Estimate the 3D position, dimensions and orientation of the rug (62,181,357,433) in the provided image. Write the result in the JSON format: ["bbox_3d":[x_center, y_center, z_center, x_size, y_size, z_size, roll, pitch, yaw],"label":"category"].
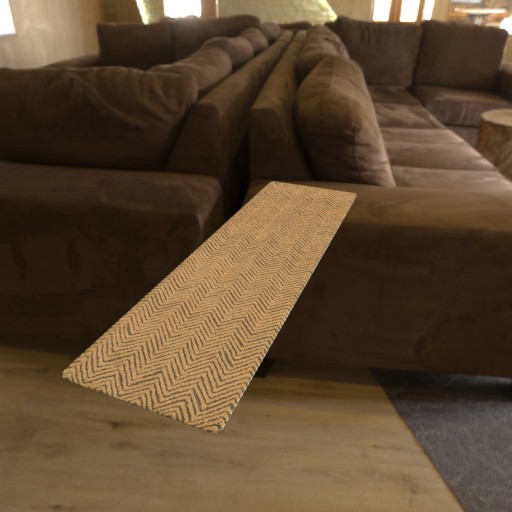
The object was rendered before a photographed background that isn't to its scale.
[{"bbox_3d":[0.000,0.000,2.494,0.686,0.008,2.286,12,32,19],"label":"rug"}]
